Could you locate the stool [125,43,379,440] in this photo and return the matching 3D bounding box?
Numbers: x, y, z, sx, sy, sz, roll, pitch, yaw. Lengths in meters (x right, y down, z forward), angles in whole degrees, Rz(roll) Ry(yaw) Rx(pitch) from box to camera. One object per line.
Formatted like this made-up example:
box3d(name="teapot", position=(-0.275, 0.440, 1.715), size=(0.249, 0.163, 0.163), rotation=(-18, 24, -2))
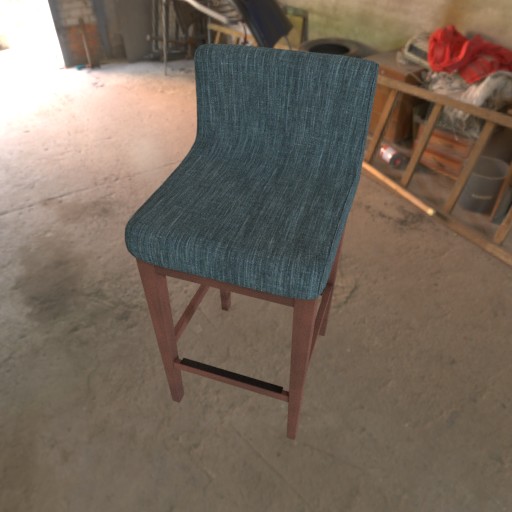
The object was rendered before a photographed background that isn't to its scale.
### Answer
box3d(name="stool", position=(0.000, 0.000, 1.067), size=(0.395, 0.835, 0.459), rotation=(13, 42, 14))
